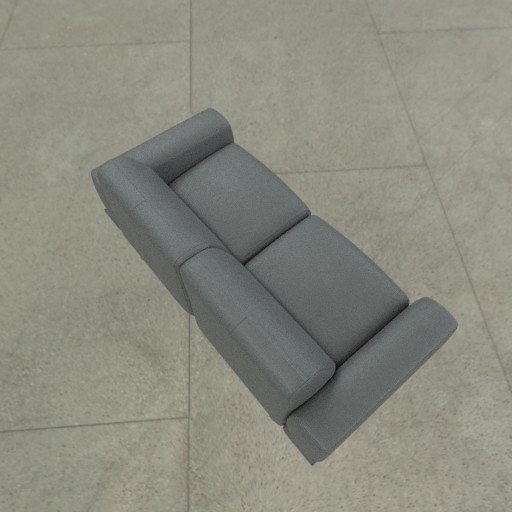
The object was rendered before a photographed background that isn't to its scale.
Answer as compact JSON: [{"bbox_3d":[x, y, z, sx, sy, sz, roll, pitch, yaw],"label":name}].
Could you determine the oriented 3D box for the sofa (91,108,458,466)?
[{"bbox_3d":[0.000,0.000,2.366,0.900,0.772,1.901,-35,65,-20],"label":"sofa"}]
